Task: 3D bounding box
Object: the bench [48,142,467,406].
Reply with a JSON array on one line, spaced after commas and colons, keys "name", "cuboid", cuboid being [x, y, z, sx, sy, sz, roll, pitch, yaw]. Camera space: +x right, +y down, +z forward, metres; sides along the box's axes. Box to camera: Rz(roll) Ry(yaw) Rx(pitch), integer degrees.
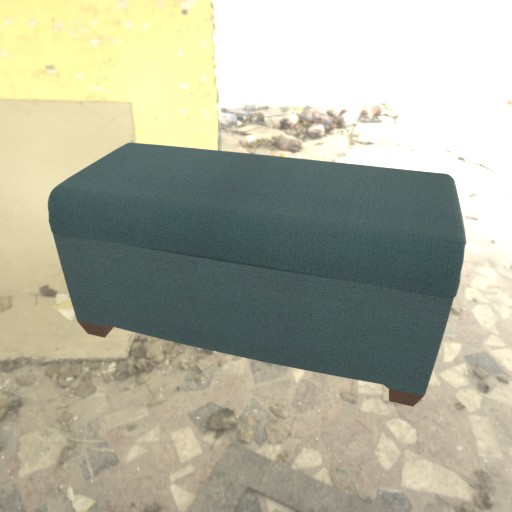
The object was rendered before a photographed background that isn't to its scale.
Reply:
[{"name": "bench", "cuboid": [0.000, 0.000, 1.252, 0.995, 0.474, 0.476, 9, 33, 14]}]
